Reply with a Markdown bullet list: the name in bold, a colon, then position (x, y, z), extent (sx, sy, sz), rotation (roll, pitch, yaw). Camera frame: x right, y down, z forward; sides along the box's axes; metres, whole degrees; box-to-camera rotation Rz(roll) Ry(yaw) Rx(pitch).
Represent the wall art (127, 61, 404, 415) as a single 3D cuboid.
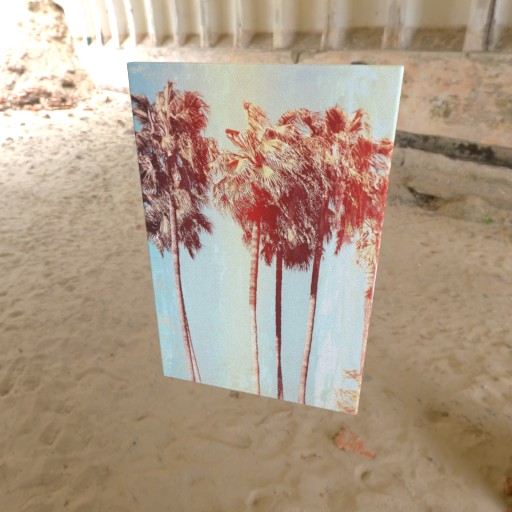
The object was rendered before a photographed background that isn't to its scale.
- **wall art**: position (0.000, 0.000, 1.147), extent (0.605, 0.915, 0.037), rotation (7, 27, 14)
